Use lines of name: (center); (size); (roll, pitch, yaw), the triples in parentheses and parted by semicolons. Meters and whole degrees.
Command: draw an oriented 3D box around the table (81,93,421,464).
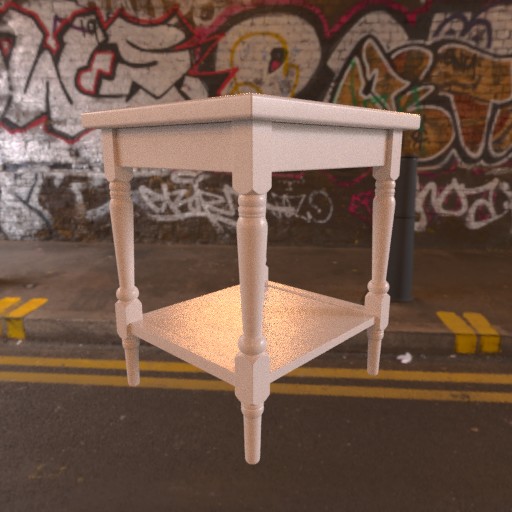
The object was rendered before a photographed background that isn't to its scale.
table: (0.000, 0.000, 0.920); (0.442, 0.565, 0.488); (12, 18, 42)
